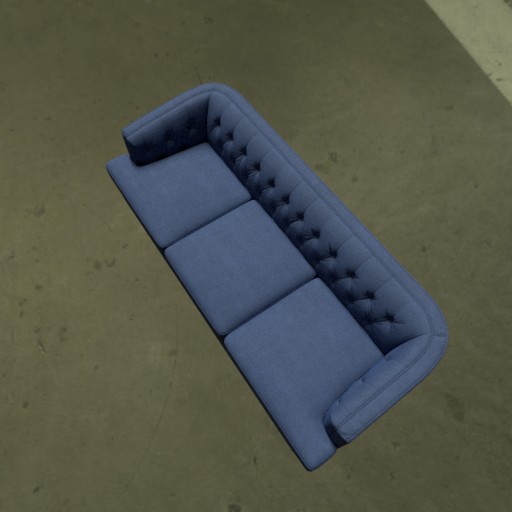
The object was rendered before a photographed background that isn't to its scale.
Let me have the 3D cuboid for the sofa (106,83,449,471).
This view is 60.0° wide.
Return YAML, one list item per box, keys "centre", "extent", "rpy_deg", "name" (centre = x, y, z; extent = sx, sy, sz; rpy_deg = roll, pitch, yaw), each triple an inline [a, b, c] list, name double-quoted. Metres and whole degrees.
- centre: [0.000, 0.000, 2.664]
  extent: [0.914, 0.787, 2.235]
  rpy_deg: [-31, 66, -15]
  name: "sofa"
